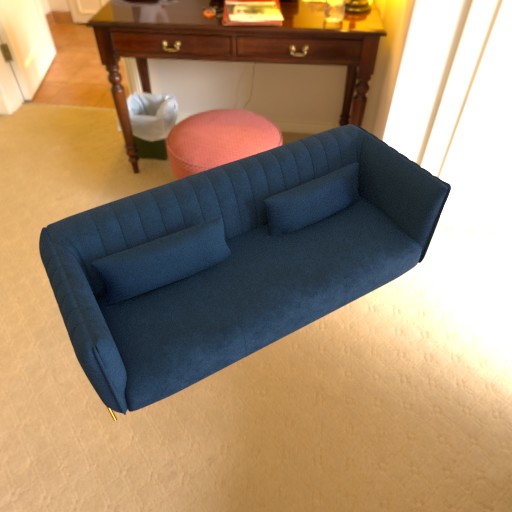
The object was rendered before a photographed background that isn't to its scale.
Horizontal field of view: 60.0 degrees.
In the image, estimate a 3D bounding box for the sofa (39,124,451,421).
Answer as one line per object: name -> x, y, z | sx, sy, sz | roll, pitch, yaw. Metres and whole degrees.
sofa -> 0.000, 0.000, 2.595 | 2.136, 0.793, 0.896 | -23, 50, -21
